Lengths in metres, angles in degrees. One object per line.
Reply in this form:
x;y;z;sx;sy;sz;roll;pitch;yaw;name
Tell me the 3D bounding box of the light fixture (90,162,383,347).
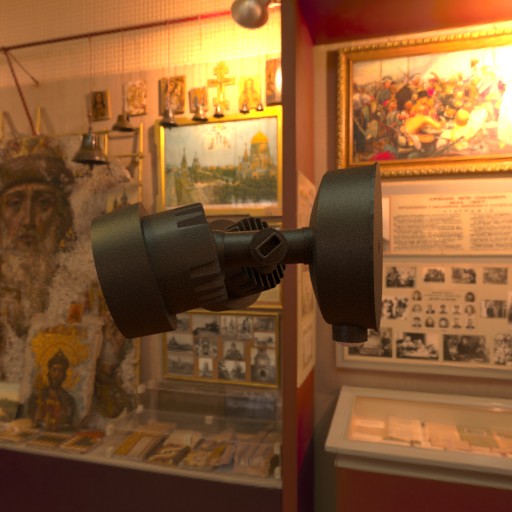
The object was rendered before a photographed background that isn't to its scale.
0.000;0.000;0.314;0.168;0.120;0.213;0;0;18;light fixture
